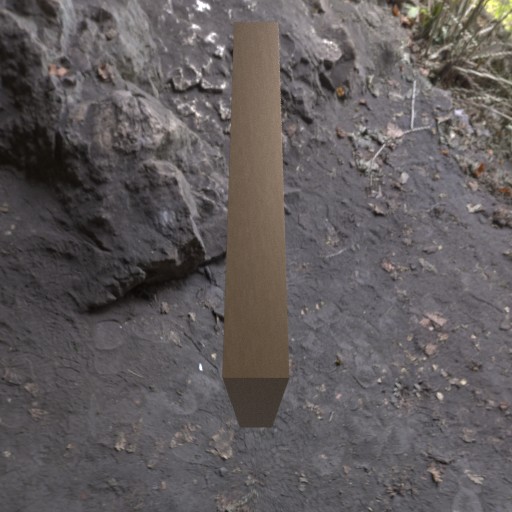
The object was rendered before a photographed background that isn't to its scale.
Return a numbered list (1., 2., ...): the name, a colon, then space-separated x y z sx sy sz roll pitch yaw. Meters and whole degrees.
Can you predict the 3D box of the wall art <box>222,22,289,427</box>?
1. wall art: 0.000 0.000 0.456 0.038 0.305 0.304 0 64 0
